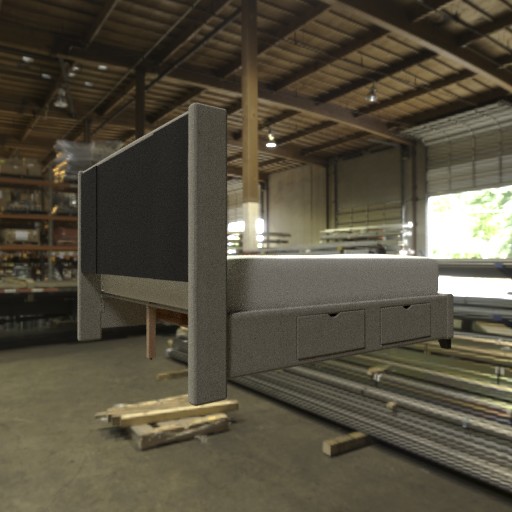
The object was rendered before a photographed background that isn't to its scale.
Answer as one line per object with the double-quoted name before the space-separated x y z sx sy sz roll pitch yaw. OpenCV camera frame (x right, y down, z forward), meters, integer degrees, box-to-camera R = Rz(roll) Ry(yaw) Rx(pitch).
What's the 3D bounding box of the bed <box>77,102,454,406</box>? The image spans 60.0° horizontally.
"bed" 0.000 0.000 3.646 2.280 1.470 2.140 0 0 -36
